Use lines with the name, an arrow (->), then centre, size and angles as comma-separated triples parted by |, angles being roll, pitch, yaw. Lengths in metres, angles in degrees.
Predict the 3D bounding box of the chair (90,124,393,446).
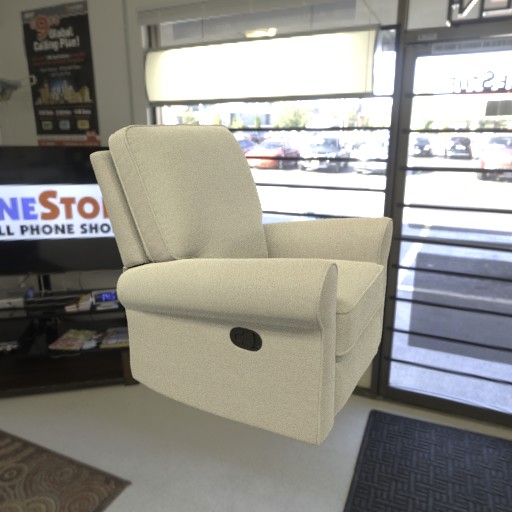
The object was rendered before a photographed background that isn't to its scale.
chair -> 0.000, 0.000, 1.670 | 0.878, 0.960, 0.890 | 8, 18, 27
